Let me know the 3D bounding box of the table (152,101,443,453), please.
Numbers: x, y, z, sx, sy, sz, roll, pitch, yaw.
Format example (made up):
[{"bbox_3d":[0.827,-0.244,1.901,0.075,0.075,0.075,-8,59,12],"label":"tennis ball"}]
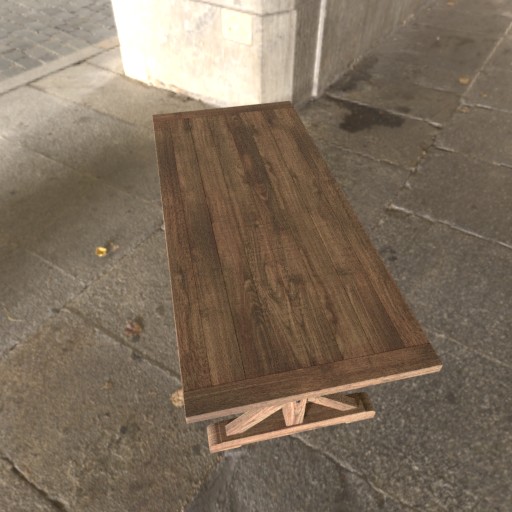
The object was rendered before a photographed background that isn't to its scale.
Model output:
[{"bbox_3d":[0.000,0.000,2.448,0.907,0.733,2.031,-9,46,-9],"label":"table"}]
